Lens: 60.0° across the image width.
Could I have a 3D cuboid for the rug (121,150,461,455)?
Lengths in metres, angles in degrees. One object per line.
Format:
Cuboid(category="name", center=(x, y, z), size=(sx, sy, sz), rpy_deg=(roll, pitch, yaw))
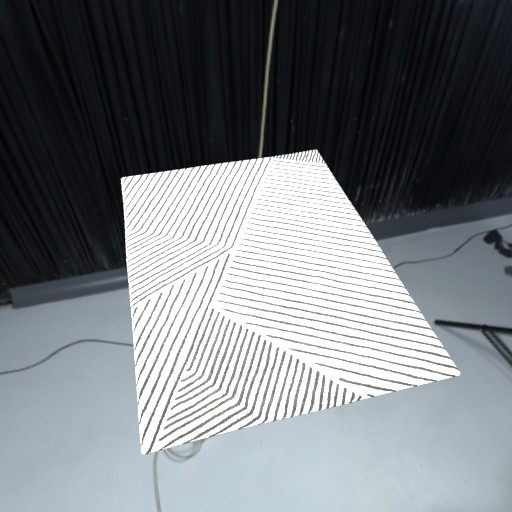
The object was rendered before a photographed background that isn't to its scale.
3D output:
Cuboid(category="rug", center=(0.000, 0.000, 3.231), size=(1.829, 0.028, 2.449), rpy_deg=(-10, 47, -10))
